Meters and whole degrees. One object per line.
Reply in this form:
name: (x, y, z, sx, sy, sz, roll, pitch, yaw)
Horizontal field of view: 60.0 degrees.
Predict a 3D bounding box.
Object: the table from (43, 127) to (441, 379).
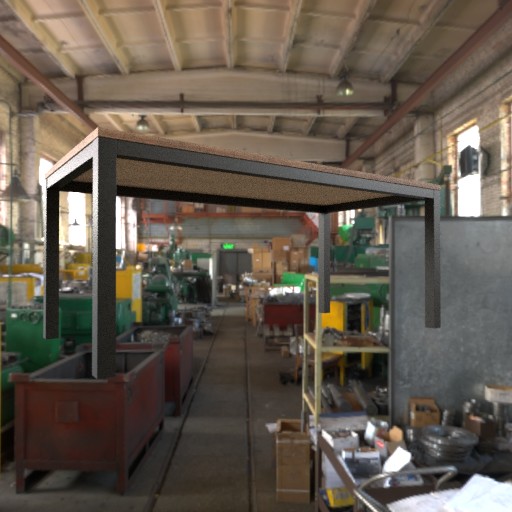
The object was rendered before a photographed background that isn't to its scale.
table: (0.000, 0.000, 2.230, 1.805, 0.767, 0.893, 0, -1, -35)
